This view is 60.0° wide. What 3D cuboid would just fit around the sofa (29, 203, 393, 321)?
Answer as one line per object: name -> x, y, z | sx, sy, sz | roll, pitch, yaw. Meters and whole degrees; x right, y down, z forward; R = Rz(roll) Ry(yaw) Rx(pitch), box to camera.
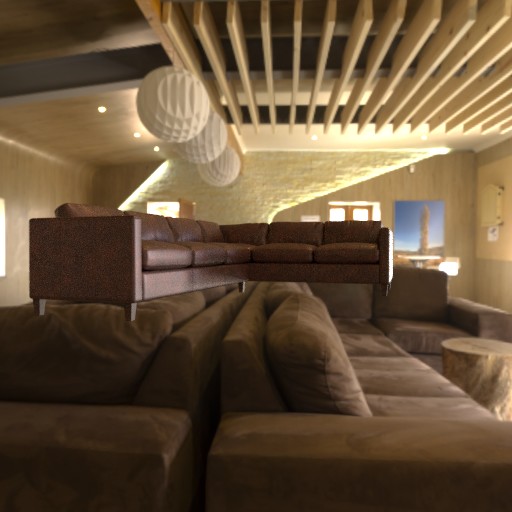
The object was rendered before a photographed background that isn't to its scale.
sofa -> 0.000, 0.000, 4.305 | 2.438, 0.836, 3.152 | 0, 1, 19
